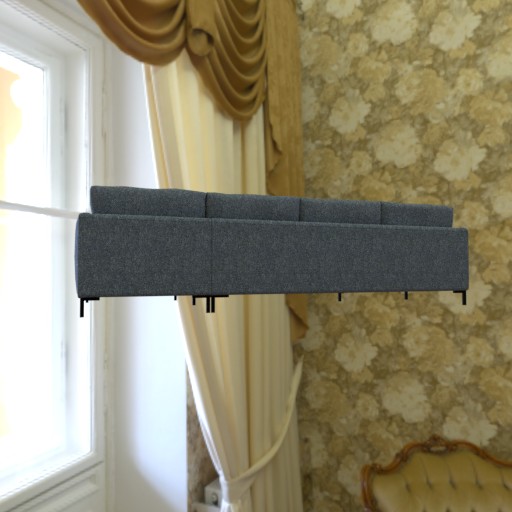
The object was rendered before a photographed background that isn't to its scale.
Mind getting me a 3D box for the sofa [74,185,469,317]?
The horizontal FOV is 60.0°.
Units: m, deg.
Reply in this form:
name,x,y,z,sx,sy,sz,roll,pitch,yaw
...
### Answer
name,x,y,z,sx,sy,sz,roll,pitch,yaw
sofa,0.000,0.000,3.705,2.737,0.756,1.879,1,-2,-19
